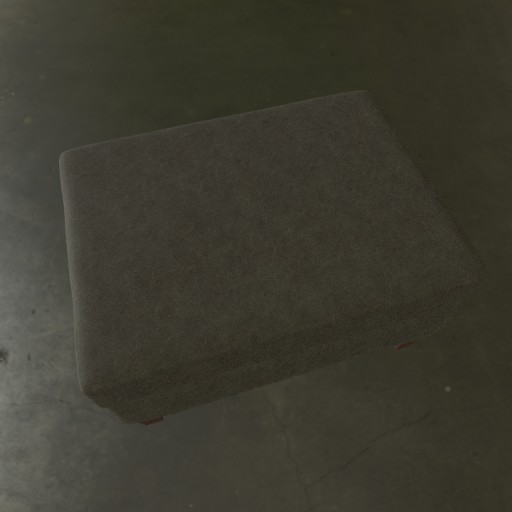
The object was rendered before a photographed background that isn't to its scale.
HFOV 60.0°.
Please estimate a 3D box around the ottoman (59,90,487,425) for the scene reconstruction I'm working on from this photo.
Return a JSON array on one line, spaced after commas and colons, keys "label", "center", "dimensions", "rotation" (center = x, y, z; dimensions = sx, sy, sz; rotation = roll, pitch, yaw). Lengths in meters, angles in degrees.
[{"label": "ottoman", "center": [0.000, 0.000, 1.168], "dimensions": [0.839, 0.464, 0.639], "rotation": [-14, 59, -9]}]
